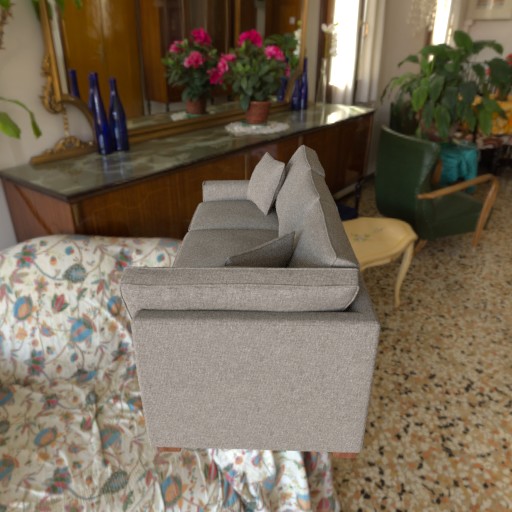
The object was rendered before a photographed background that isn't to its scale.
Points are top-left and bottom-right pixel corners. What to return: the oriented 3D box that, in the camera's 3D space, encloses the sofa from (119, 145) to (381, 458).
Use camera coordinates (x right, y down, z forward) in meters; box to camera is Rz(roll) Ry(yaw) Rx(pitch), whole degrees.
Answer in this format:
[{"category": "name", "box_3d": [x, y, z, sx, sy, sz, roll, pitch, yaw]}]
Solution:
[{"category": "sofa", "box_3d": [0.000, 0.000, 2.866, 1.061, 0.962, 2.317, 1, 26, 1]}]
